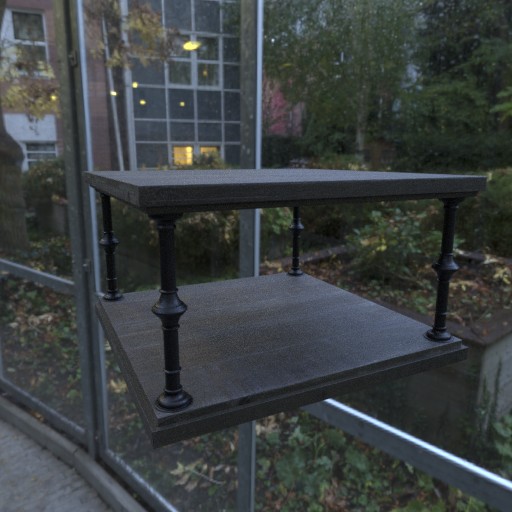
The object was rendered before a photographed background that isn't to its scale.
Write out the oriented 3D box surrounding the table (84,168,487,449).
[{"bbox_3d":[0.000,0.000,1.091,0.696,0.400,0.696,-6,14,-26],"label":"table"}]
